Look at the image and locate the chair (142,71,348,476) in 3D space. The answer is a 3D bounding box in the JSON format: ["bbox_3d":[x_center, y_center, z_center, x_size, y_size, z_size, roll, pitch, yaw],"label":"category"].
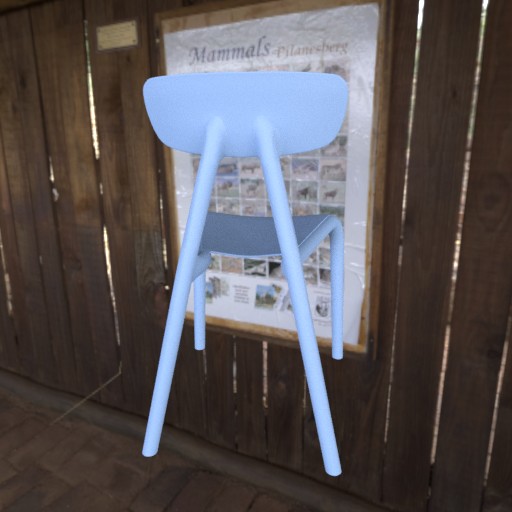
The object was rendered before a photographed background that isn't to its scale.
[{"bbox_3d":[0.000,0.000,0.811,0.356,0.580,0.401,2,15,8],"label":"chair"}]
